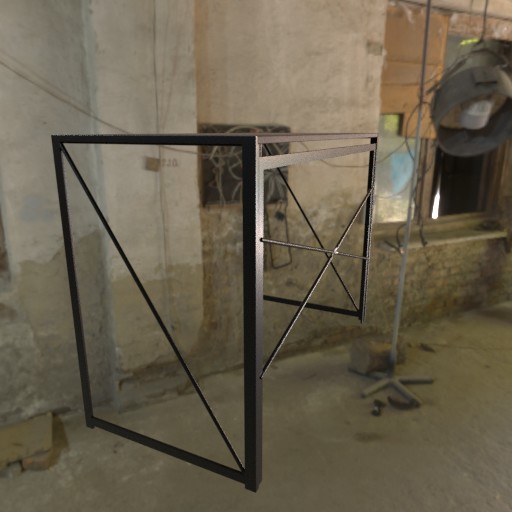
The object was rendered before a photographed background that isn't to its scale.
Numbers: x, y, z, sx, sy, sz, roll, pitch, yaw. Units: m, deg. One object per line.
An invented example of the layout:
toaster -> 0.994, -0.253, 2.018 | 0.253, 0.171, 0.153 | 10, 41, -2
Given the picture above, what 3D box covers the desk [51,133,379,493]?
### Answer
desk -> 0.000, 0.000, 1.405 | 0.505, 0.747, 1.015 | 8, 18, 25
